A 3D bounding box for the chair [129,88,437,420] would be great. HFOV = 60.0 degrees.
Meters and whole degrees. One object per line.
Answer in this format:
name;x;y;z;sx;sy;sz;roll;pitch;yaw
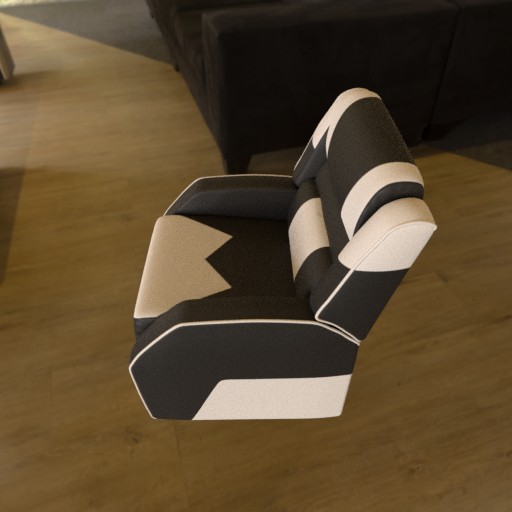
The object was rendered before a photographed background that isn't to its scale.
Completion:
chair;0.000;0.000;1.276;0.672;0.805;0.620;-1;43;-1
